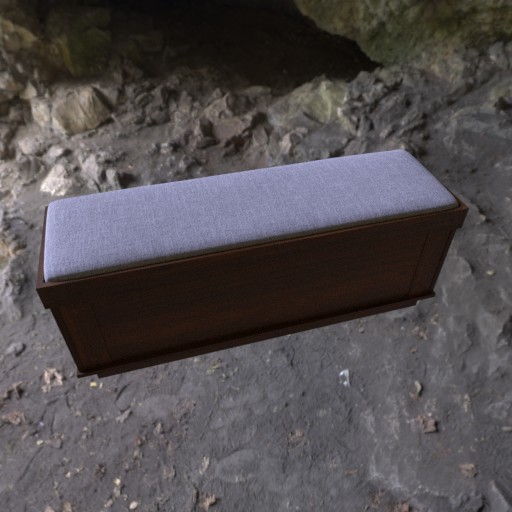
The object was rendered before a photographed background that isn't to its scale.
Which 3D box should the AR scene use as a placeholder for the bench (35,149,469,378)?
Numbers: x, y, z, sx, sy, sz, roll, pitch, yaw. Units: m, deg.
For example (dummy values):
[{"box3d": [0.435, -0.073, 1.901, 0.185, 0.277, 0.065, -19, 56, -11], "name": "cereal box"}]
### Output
[{"box3d": [0.000, 0.000, 1.440, 1.196, 0.468, 0.367, -11, 43, -12], "name": "bench"}]
